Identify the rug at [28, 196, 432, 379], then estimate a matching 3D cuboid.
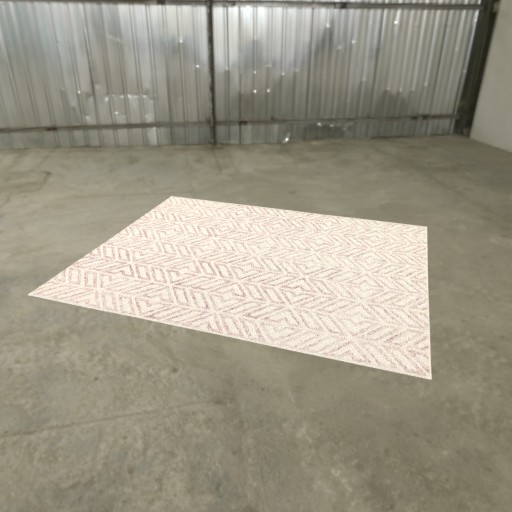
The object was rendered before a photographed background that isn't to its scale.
[{"bbox_3d":[0.000,0.000,4.135,3.045,0.008,2.421,9,29,16],"label":"rug"}]
